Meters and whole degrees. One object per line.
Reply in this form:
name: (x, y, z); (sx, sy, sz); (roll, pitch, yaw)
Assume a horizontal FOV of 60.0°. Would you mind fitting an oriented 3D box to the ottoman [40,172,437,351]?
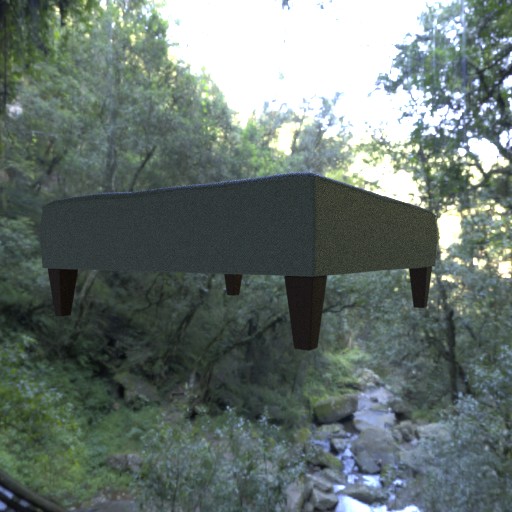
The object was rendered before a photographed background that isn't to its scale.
ottoman: (0.000, 0.000, 1.525); (0.968, 0.379, 1.004); (0, 0, 35)
